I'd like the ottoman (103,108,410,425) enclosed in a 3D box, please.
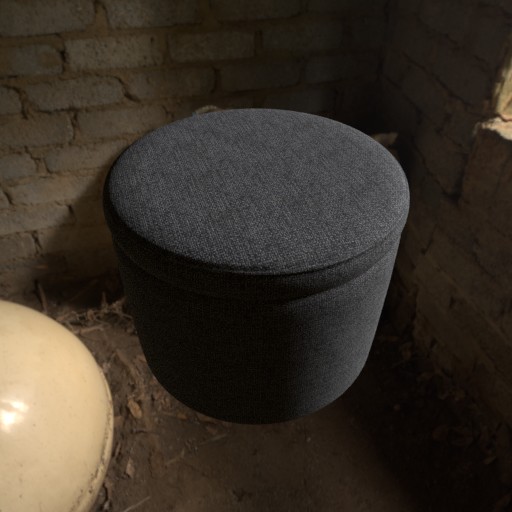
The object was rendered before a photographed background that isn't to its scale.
[{"bbox_3d":[0.000,0.000,0.888,0.520,0.430,0.520,0,42,0],"label":"ottoman"}]
